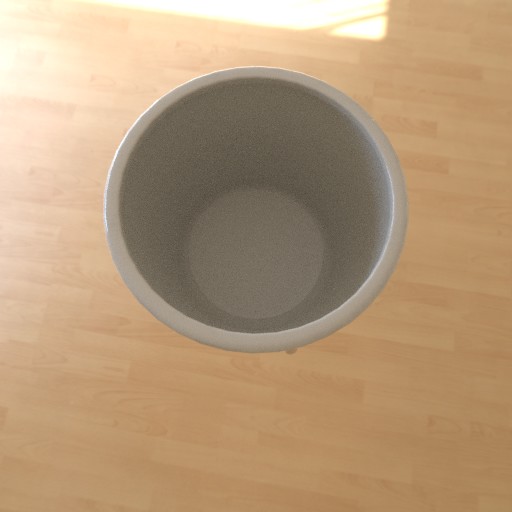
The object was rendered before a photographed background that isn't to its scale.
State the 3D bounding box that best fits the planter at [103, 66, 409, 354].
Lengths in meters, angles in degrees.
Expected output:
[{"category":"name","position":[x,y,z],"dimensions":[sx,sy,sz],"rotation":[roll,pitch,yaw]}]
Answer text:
[{"category":"planter","position":[0.000,0.000,0.471],"dimensions":[0.217,0.331,0.217],"rotation":[-15,76,-4]}]
